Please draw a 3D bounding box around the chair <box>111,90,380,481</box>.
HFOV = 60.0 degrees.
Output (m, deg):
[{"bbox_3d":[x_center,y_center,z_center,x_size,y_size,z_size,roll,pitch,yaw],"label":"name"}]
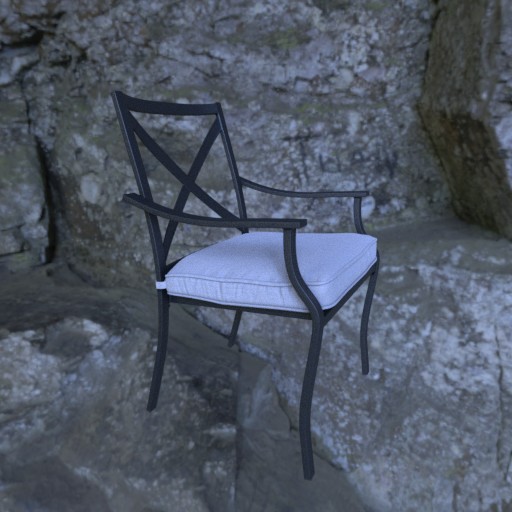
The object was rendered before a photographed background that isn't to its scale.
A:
[{"bbox_3d":[0.000,0.000,1.288,0.620,0.889,0.575,8,17,26],"label":"chair"}]
